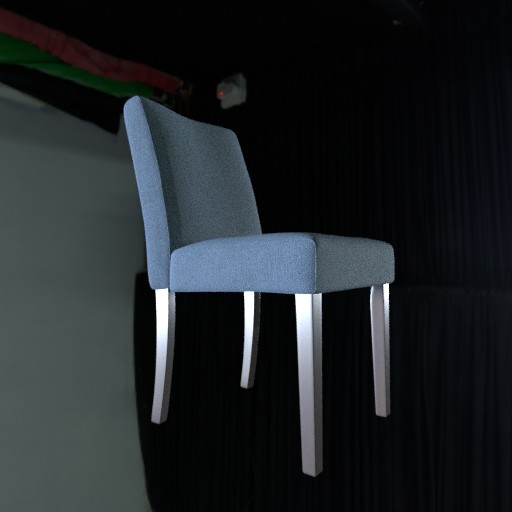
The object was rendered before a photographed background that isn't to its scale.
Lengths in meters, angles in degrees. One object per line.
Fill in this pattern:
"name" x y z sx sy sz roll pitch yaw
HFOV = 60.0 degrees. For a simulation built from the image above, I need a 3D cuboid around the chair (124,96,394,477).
"chair" 0.000 0.000 1.232 0.629 0.882 0.487 0 0 36
